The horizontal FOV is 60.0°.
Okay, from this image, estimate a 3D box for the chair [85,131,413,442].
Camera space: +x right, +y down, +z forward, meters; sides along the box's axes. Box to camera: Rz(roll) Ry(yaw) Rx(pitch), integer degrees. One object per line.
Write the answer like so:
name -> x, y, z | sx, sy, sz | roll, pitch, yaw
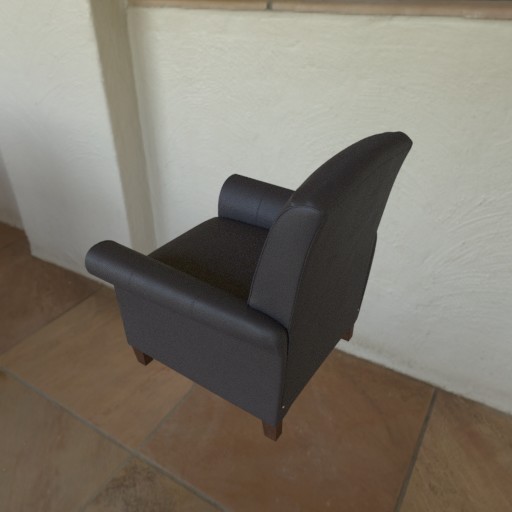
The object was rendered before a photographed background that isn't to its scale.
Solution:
chair -> 0.000, 0.000, 1.804 | 0.902, 1.061, 0.978 | 20, 37, 29
